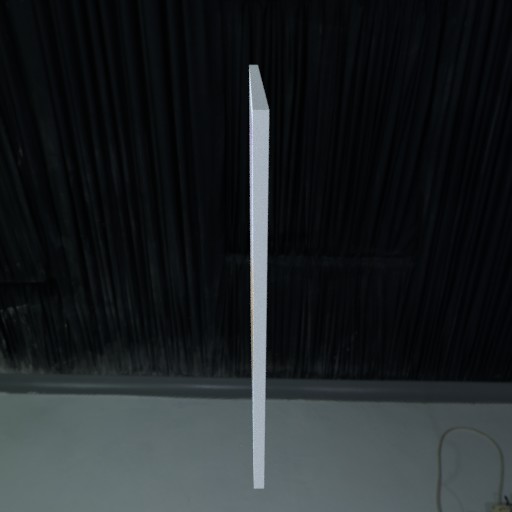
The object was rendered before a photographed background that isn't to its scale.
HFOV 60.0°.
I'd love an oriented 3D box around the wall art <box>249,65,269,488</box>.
[{"bbox_3d":[0.000,0.000,0.615,0.013,0.456,0.382,-1,28,-1],"label":"wall art"}]
